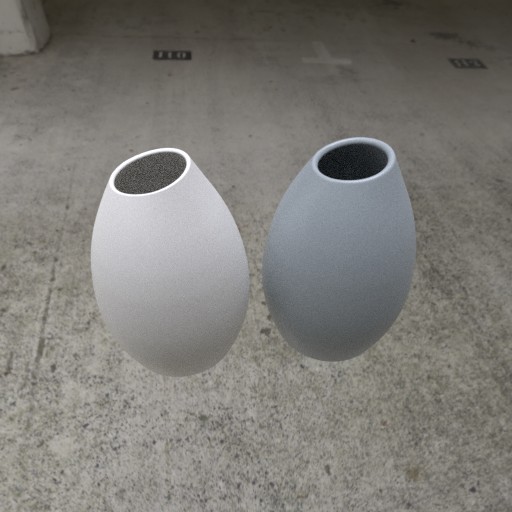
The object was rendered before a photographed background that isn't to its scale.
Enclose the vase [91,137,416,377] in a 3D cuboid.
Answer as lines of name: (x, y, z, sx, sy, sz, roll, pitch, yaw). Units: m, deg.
vase: (0.000, 0.000, 0.256, 0.187, 0.131, 0.089, -4, 45, -4)
